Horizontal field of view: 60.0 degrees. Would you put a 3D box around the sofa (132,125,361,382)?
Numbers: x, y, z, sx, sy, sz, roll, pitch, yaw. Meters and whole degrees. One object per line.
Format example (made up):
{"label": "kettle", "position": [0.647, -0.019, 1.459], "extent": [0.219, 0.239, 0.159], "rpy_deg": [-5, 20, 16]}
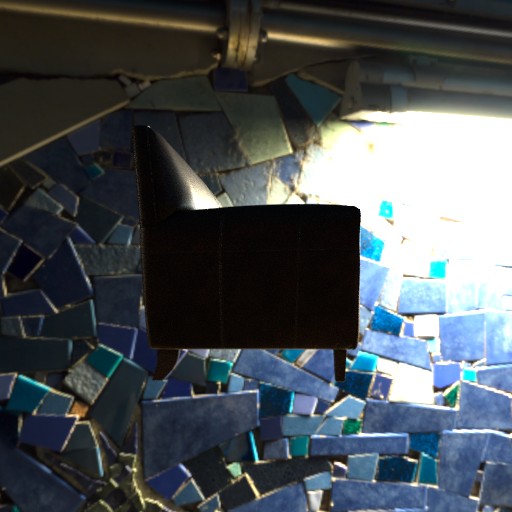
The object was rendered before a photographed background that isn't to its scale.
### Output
{"label": "sofa", "position": [0.000, 0.000, 2.452], "extent": [0.786, 0.871, 1.995], "rpy_deg": [0, 0, 1]}
